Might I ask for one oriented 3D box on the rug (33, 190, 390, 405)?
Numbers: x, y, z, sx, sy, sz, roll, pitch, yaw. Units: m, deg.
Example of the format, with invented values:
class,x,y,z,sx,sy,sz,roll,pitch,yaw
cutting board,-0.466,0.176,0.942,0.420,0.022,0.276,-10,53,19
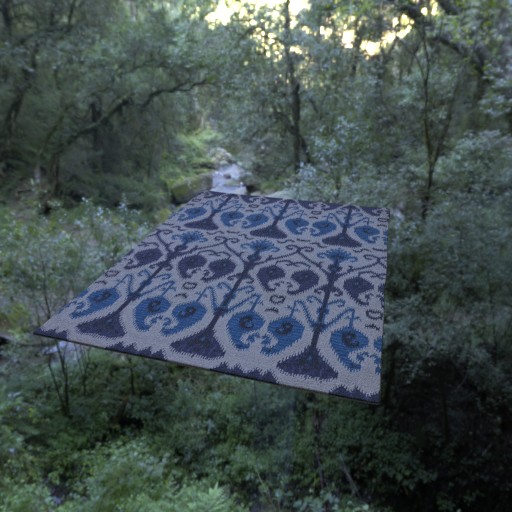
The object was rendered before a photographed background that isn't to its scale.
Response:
class,x,y,z,sx,sy,sz,roll,pitch,yaw
rug,0.000,0.000,4.266,2.443,0.024,3.228,8,29,14
